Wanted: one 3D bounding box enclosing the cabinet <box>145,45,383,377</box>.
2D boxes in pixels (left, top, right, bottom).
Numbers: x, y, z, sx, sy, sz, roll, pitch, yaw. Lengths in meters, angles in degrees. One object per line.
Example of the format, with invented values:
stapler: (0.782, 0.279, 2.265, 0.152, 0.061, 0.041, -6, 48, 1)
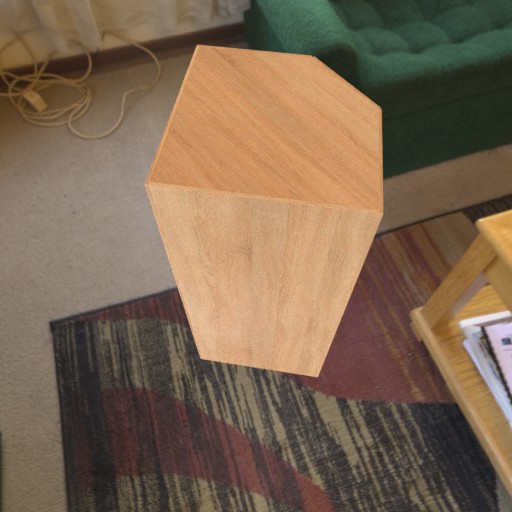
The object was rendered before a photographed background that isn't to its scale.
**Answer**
cabinet: (0.000, 0.000, 2.830, 1.094, 2.120, 1.327, -32, 63, -18)
